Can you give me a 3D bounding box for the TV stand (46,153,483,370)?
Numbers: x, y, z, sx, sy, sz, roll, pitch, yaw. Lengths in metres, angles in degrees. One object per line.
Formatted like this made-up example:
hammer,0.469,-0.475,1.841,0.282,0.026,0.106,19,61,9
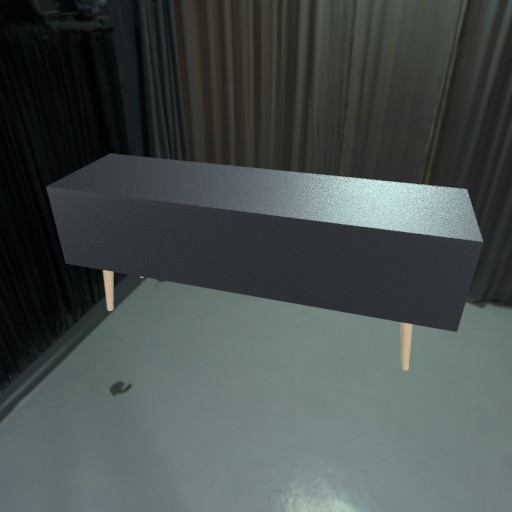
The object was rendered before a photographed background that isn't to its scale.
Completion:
TV stand,0.000,0.000,1.569,1.312,0.518,0.390,9,31,15
